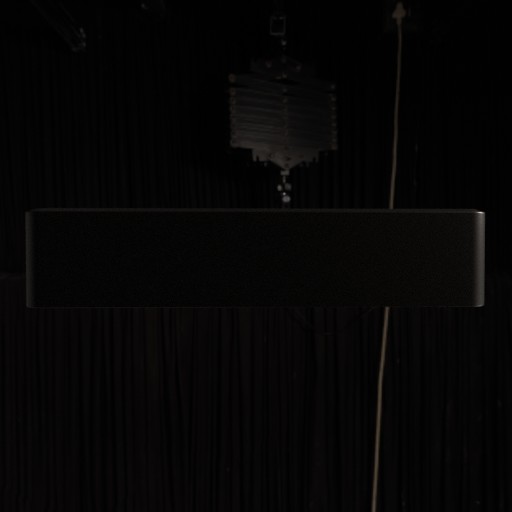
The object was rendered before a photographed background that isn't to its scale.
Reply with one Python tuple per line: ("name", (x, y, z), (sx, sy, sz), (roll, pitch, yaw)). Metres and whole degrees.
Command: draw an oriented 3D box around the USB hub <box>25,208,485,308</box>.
("USB hub", (0.000, 0.000, 0.124), (0.110, 0.023, 0.044), (0, 1, -1))
